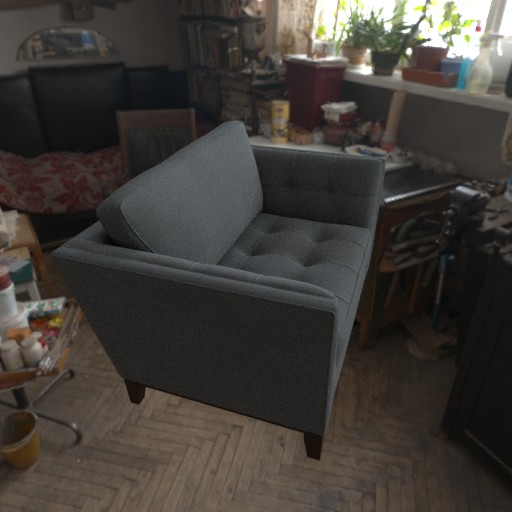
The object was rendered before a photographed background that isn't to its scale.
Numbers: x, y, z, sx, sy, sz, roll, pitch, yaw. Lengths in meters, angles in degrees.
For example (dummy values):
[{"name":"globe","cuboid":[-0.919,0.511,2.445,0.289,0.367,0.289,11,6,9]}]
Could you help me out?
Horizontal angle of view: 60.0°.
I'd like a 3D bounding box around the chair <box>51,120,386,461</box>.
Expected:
[{"name":"chair","cuboid":[0.000,0.000,2.045,0.965,0.942,1.396,10,32,17]}]
